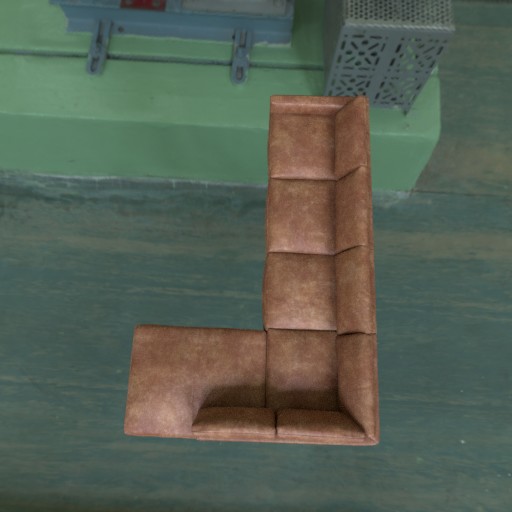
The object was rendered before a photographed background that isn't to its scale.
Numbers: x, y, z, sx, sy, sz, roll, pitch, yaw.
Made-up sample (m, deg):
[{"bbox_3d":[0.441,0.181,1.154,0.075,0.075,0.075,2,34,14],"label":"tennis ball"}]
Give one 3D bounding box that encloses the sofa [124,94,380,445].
[{"bbox_3d":[0.000,0.000,3.845,1.938,0.877,2.984,2,75,1],"label":"sofa"}]
